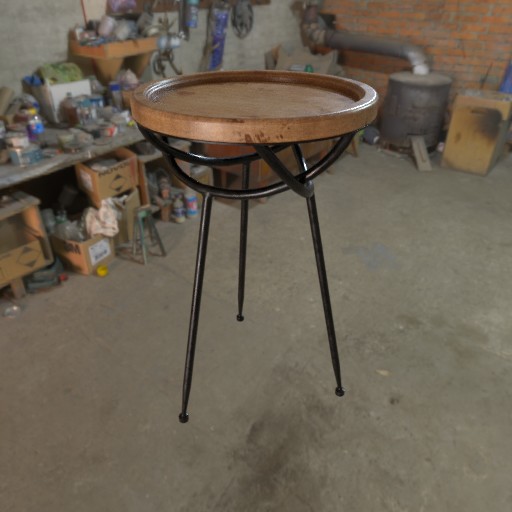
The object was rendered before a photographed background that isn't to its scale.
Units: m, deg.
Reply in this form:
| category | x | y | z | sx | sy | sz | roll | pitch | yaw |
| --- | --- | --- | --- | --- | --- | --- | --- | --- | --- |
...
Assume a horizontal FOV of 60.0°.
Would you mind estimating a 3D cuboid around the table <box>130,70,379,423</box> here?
| category | x | y | z | sx | sy | sz | roll | pitch | yaw |
| --- | --- | --- | --- | --- | --- | --- | --- | --- | --- |
| table | 0.000 | 0.000 | 0.922 | 0.414 | 0.664 | 0.418 | 1 | 31 | 1 |
